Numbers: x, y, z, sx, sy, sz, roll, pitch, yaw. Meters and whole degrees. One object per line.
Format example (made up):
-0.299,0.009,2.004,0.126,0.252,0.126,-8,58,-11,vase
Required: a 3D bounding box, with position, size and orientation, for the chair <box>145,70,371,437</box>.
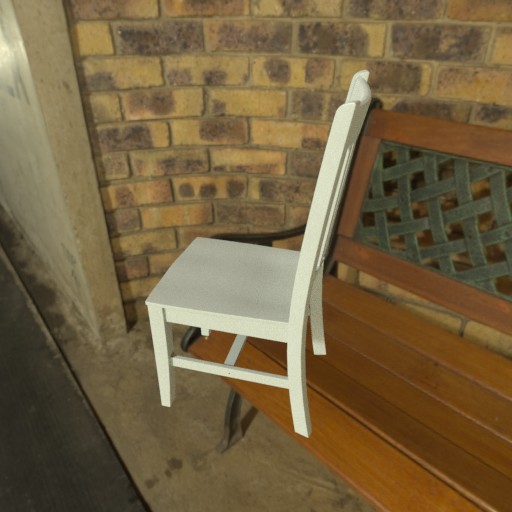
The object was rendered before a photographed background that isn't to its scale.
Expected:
0.000,0.000,1.328,0.555,0.998,0.450,8,31,13,chair
